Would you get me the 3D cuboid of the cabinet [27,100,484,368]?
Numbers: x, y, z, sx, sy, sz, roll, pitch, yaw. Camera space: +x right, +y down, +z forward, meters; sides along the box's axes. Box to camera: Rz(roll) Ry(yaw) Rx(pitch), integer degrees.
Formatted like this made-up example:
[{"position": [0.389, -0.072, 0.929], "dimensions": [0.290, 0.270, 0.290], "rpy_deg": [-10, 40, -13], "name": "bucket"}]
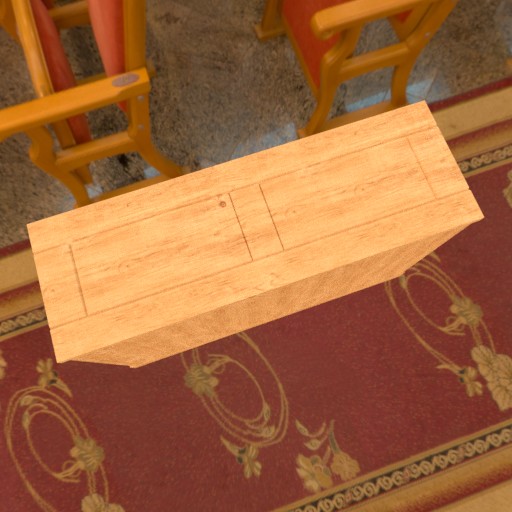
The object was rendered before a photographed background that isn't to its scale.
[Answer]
[{"position": [0.000, 0.000, 1.736], "dimensions": [1.321, 0.810, 0.432], "rpy_deg": [-18, 75, -5], "name": "cabinet"}]
